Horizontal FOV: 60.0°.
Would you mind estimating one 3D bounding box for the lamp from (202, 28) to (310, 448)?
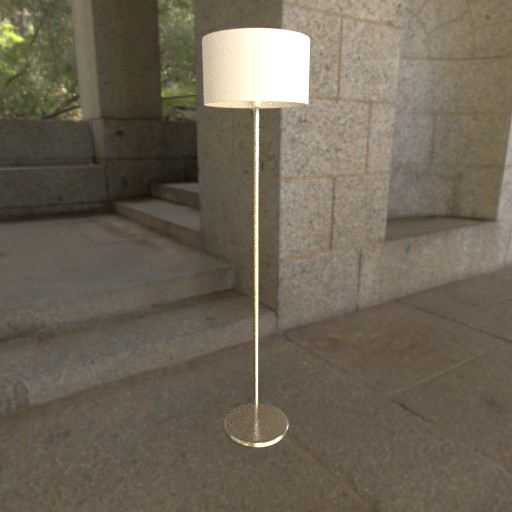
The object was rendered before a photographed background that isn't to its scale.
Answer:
[{"bbox_3d":[0.000,0.000,1.621,0.347,1.443,0.347,7,17,25],"label":"lamp"}]
